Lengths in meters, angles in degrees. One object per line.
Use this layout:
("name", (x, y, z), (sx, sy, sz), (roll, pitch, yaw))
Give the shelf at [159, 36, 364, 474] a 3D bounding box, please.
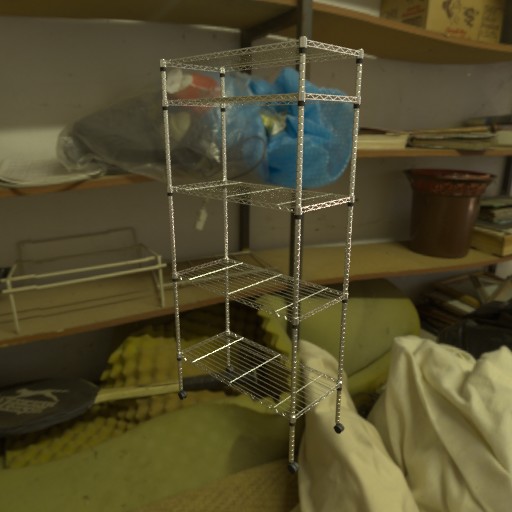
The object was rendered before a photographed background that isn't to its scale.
("shelf", (0.000, 0.000, 1.901), (0.762, 1.587, 0.356), (15, 23, 41))
